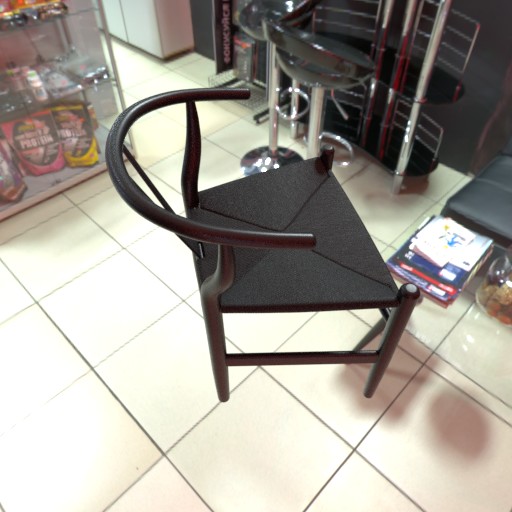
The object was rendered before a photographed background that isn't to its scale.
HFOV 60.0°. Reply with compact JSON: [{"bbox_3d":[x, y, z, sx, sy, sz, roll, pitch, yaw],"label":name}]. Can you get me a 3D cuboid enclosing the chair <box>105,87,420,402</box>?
[{"bbox_3d":[0.000,0.000,1.131,0.579,0.730,0.569,-9,48,-9],"label":"chair"}]
